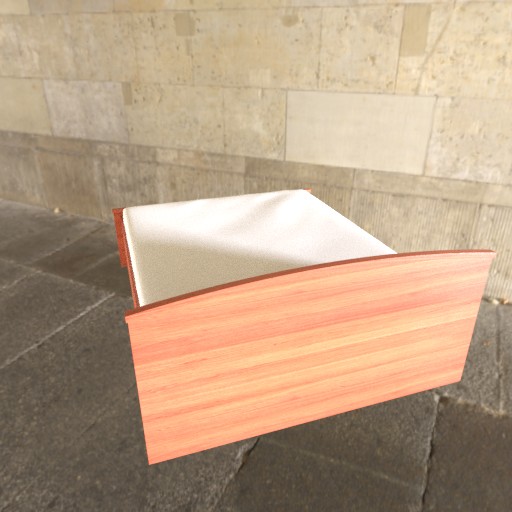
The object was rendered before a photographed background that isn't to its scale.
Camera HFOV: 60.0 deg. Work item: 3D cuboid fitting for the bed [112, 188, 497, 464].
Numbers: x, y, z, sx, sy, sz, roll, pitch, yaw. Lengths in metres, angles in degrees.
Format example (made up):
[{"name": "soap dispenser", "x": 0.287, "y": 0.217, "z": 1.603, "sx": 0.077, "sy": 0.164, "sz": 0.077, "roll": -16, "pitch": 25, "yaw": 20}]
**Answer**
[{"name": "bed", "x": 0.000, "y": 0.000, "z": 2.860, "sx": 1.683, "sy": 0.848, "sz": 2.053, "roll": -8, "pitch": 27, "yaw": -17}]
